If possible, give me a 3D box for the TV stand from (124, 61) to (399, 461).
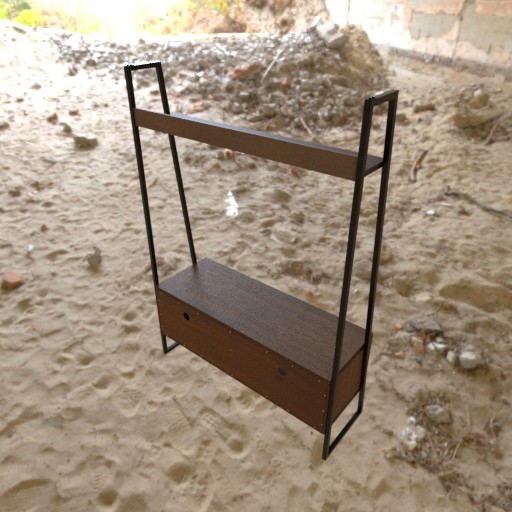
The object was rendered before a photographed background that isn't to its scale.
[{"bbox_3d":[0.000,0.000,2.291,1.250,1.772,0.432,22,37,33],"label":"TV stand"}]
